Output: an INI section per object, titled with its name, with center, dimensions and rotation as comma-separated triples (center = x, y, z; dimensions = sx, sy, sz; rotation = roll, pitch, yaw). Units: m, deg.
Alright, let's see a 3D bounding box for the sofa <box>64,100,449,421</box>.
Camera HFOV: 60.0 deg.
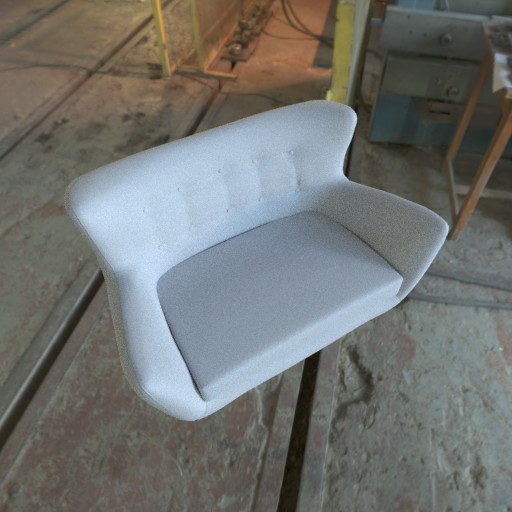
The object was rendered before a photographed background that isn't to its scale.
[sofa]
center = 0.000, 0.000, 1.994
dimensions = 1.424, 0.878, 0.921
rotation = -25, 52, -21
